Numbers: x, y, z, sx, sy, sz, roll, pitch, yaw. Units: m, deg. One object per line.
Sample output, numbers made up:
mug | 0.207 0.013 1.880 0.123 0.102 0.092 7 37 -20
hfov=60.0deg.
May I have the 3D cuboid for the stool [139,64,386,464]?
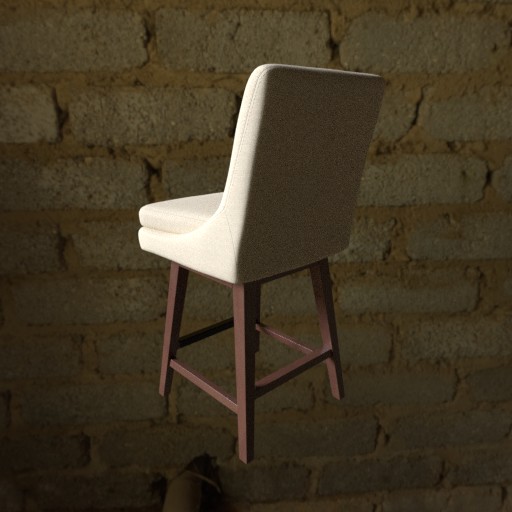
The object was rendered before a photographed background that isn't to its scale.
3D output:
stool | 0.000 0.000 1.314 0.483 0.991 0.559 -16 23 -41
